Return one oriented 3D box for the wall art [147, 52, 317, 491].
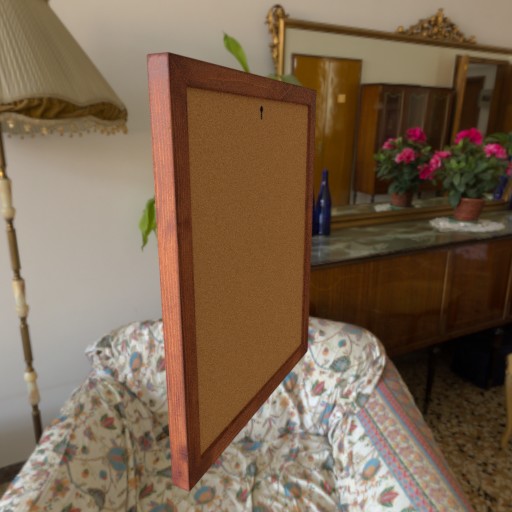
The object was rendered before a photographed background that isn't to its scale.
[{"bbox_3d":[0.000,0.000,0.741,0.030,0.558,0.462,8,17,26],"label":"wall art"}]
